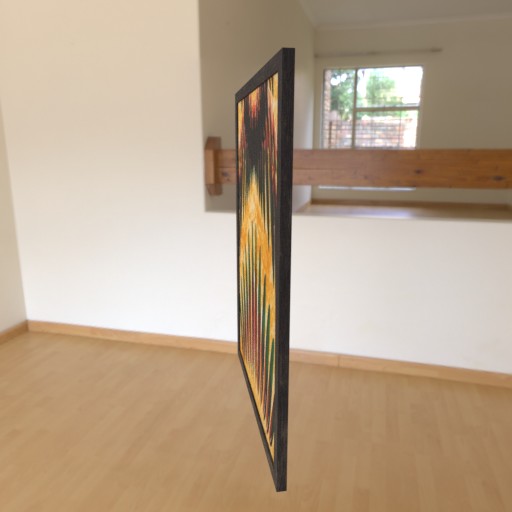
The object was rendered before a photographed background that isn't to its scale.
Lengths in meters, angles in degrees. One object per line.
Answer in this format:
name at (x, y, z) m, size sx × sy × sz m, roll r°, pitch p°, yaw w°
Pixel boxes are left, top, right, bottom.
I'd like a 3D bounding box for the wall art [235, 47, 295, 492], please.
wall art at (0.000, 0.000, 1.416) m, size 0.029 × 1.066 × 0.812 m, roll -2°, pitch 14°, yaw -9°
